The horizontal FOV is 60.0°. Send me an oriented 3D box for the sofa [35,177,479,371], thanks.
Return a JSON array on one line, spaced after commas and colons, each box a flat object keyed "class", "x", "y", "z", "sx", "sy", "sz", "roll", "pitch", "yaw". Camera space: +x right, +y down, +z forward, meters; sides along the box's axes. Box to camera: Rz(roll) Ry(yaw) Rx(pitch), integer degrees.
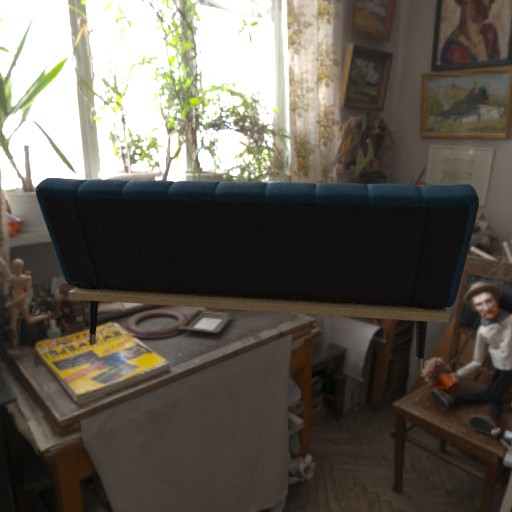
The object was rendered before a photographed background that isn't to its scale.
[{"class": "sofa", "x": 0.000, "y": 0.000, "z": 2.255, "sx": 1.810, "sy": 0.825, "sz": 0.830, "roll": 2, "pitch": 15, "yaw": 9}]
